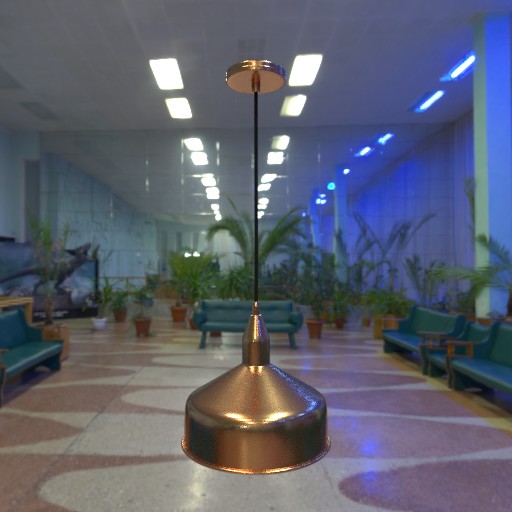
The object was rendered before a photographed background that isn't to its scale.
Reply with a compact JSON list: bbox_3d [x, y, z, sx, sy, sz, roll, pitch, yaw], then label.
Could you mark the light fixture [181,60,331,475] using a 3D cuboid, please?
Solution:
[{"bbox_3d":[0.000,0.000,0.911,0.301,0.754,0.301,0,-1,0],"label":"light fixture"}]
